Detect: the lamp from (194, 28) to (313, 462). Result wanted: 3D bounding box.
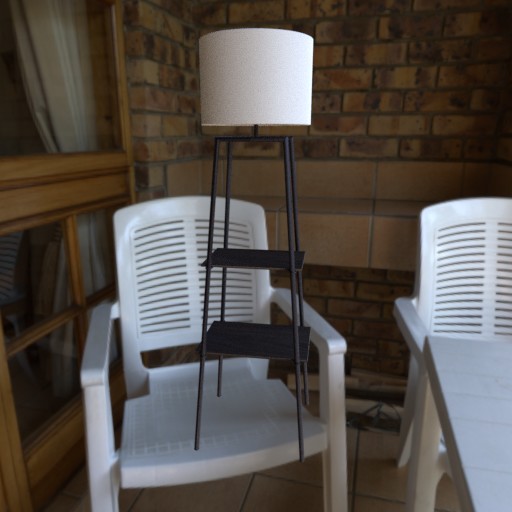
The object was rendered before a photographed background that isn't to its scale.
[{"bbox_3d":[0.000,0.000,1.662,0.427,1.474,0.384,2,16,9],"label":"lamp"}]
